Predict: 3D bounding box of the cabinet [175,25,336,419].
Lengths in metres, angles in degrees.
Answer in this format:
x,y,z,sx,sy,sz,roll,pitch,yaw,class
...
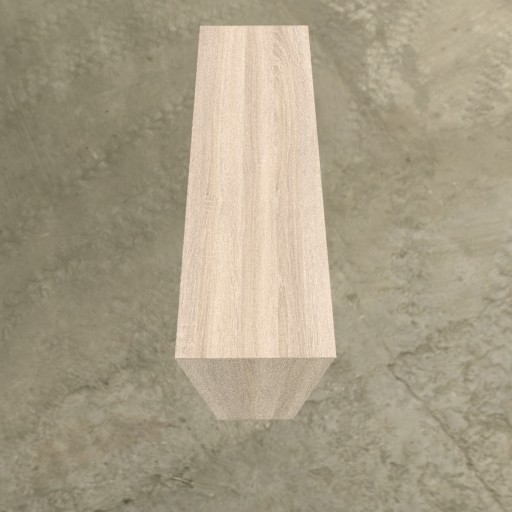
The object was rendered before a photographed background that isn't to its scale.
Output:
x,y,z,sx,sy,sz,roll,pitch,yaw,class
0.000,0.000,3.001,0.620,2.060,1.870,0,64,0,cabinet
